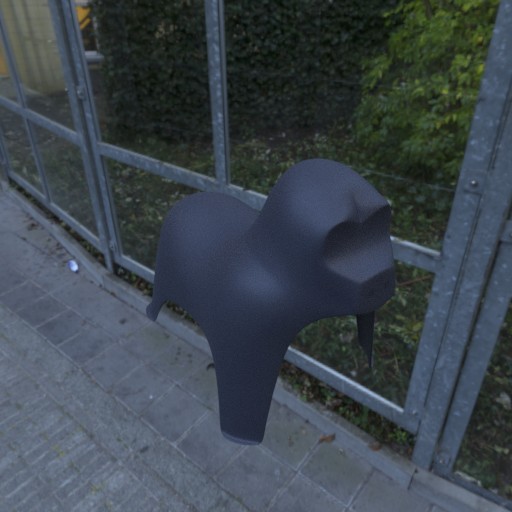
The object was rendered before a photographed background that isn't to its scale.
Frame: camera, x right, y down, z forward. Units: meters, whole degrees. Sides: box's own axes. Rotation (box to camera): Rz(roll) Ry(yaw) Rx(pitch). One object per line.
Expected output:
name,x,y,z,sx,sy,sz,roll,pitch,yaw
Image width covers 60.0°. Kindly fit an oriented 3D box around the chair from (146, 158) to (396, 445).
chair,0.000,0.000,1.127,0.490,0.600,0.758,-21,37,-31
